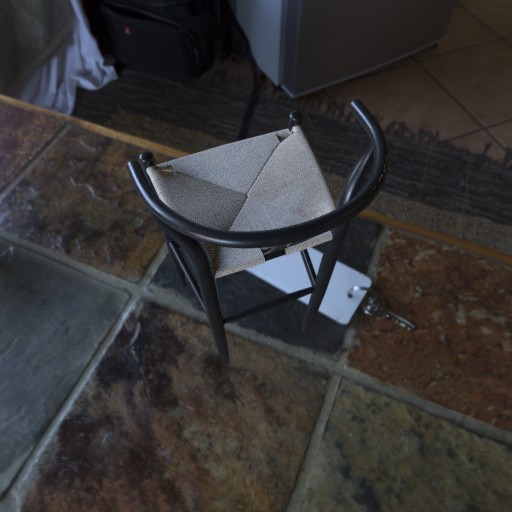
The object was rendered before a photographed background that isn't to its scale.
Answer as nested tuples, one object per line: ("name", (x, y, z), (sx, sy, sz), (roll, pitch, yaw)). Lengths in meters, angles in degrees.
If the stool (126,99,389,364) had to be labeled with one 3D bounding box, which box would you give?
("stool", (0.000, 0.000, 1.400), (0.569, 1.072, 0.579), (-18, 61, -11))
